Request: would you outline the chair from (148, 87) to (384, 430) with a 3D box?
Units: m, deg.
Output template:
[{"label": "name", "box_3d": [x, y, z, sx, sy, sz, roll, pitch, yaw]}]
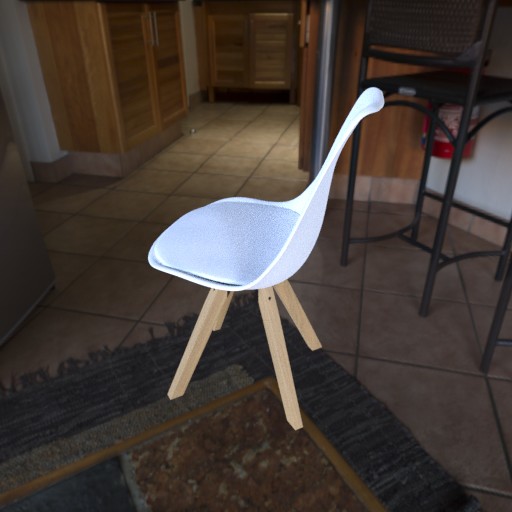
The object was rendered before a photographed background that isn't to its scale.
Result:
[{"label": "chair", "box_3d": [0.000, 0.000, 1.191, 0.550, 0.849, 0.485, 8, 32, 14]}]
